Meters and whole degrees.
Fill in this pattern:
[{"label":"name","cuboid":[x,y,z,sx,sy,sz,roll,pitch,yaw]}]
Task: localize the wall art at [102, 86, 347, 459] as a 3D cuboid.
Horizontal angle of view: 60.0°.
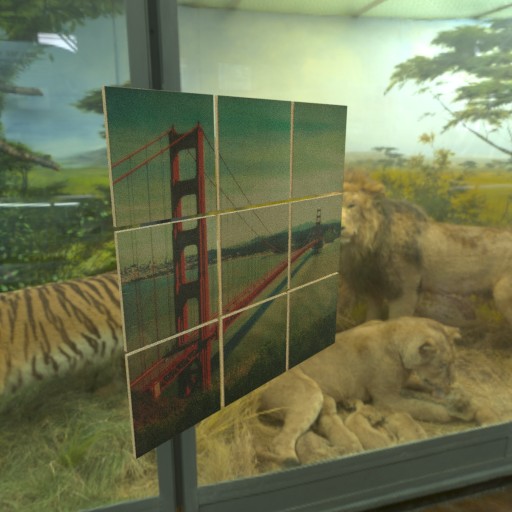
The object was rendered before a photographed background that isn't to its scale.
[{"label":"wall art","cuboid":[0.000,0.000,1.798,0.016,1.207,1.217,14,21,42]}]
